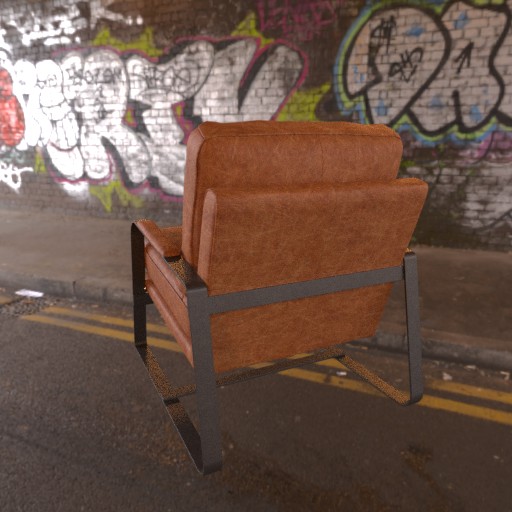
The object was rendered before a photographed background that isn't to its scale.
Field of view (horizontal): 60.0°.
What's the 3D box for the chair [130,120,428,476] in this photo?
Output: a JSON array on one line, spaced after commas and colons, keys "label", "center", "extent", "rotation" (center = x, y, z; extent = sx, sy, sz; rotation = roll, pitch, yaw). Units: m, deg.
[{"label": "chair", "center": [0.000, 0.000, 1.359], "extent": [0.651, 0.777, 0.801], "rotation": [-7, 16, -25]}]
